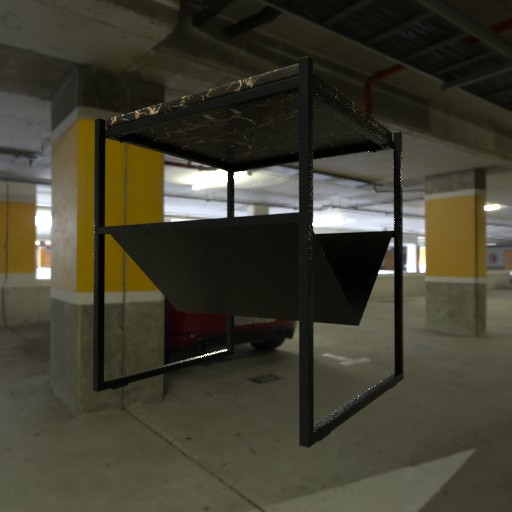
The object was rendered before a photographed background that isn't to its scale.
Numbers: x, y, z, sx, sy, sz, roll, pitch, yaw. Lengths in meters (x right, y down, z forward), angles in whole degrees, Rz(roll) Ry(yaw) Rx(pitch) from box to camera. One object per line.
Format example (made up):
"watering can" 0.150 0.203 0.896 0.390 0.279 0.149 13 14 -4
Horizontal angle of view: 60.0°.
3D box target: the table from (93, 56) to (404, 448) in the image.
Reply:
"table" 0.000 0.000 0.906 0.469 0.534 0.432 -1 -1 35
